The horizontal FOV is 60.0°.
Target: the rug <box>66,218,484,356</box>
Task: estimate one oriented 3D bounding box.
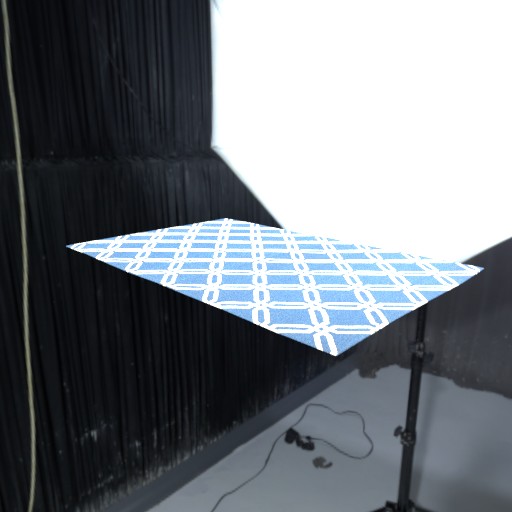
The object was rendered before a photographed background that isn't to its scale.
[{"bbox_3d":[0.000,0.000,2.177,1.755,0.010,1.153,15,21,43],"label":"rug"}]
